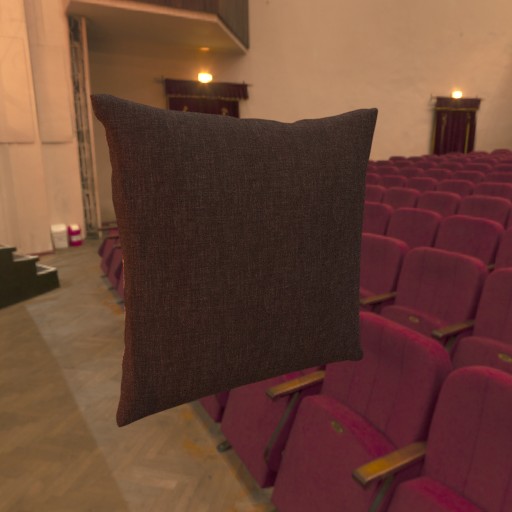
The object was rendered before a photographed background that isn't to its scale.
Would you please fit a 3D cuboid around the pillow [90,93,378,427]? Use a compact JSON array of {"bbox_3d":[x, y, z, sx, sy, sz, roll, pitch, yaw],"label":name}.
[{"bbox_3d":[0.000,0.000,0.770,0.510,0.510,0.145,-7,16,-27],"label":"pillow"}]
